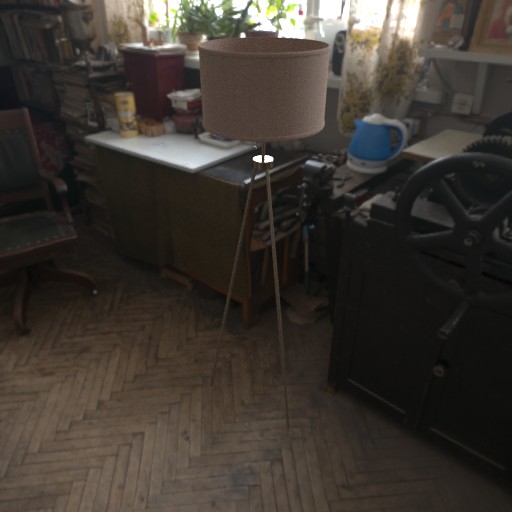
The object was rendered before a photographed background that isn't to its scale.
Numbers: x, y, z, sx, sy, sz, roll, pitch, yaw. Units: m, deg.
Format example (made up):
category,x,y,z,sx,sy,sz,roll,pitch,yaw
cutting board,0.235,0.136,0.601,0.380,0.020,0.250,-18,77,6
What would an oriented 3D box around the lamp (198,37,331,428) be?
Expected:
category,x,y,z,sx,sy,sz,roll,pitch,yaw
lamp,0.000,0.000,1.780,0.460,1.545,0.449,0,32,0
